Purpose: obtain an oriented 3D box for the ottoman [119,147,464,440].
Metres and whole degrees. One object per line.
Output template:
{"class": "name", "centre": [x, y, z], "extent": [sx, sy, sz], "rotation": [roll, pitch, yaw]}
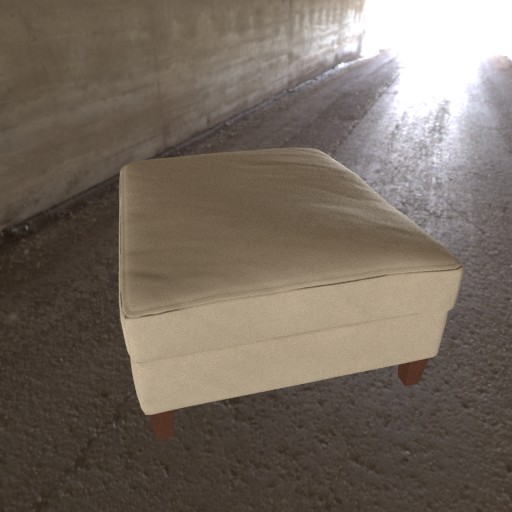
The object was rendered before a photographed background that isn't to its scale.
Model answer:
{"class": "ottoman", "centre": [0.000, 0.000, 1.489], "extent": [0.836, 0.492, 1.002], "rotation": [-8, 31, -13]}
